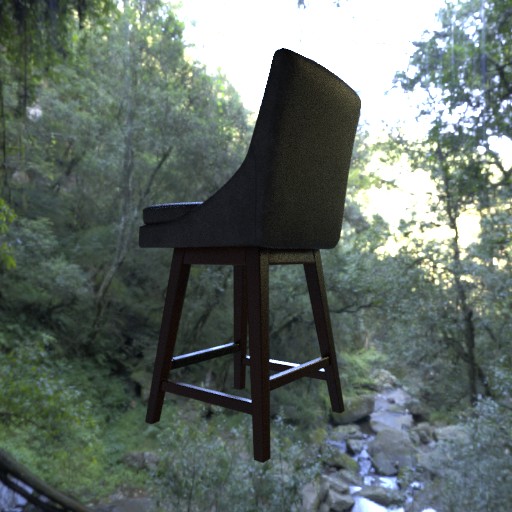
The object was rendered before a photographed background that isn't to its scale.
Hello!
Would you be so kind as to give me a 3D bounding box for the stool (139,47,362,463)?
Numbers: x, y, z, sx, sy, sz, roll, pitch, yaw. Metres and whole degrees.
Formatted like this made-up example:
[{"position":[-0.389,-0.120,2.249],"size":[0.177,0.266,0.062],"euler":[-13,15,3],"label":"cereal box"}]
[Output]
[{"position":[0.000,0.000,1.429],"size":[0.587,1.046,0.492],"euler":[0,0,37],"label":"stool"}]
